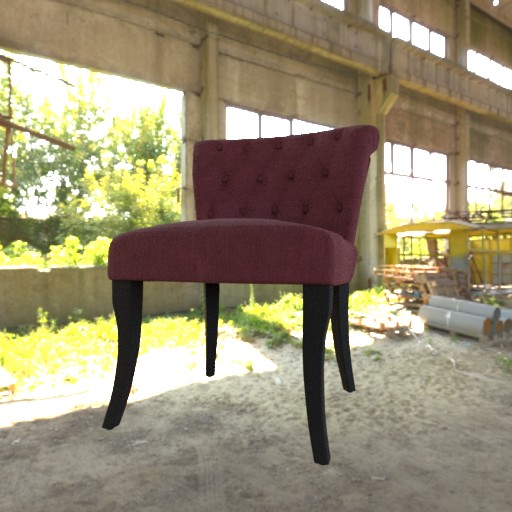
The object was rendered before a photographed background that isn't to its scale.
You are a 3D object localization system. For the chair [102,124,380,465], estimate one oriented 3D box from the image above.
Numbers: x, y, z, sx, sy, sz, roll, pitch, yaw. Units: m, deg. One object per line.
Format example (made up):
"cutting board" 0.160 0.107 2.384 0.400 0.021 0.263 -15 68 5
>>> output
"chair" 0.000 0.000 1.151 0.582 0.750 0.605 0 0 20
